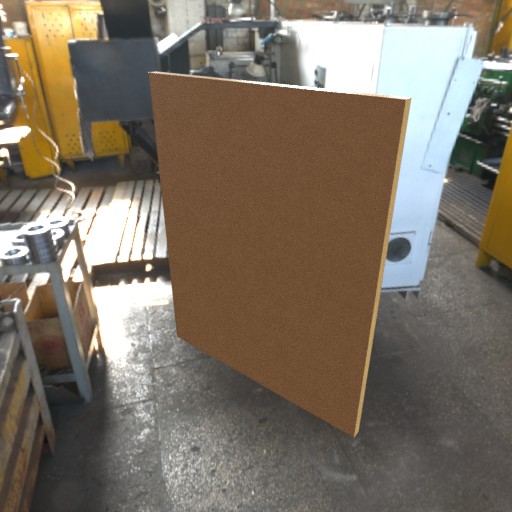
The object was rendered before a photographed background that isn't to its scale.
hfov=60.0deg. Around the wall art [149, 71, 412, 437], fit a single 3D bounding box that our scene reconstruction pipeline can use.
[{"bbox_3d":[0.000,0.000,1.365,0.798,1.002,0.030,21,35,33],"label":"wall art"}]
